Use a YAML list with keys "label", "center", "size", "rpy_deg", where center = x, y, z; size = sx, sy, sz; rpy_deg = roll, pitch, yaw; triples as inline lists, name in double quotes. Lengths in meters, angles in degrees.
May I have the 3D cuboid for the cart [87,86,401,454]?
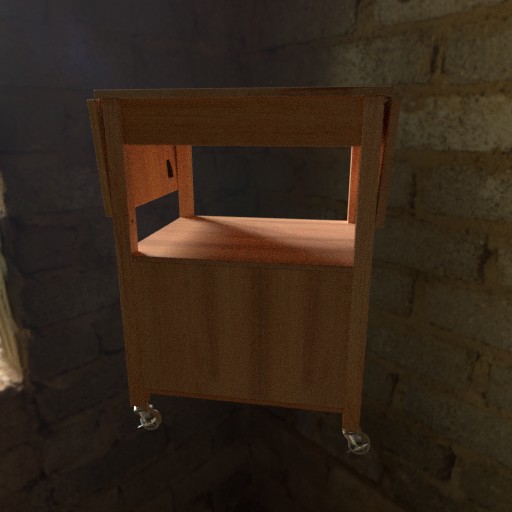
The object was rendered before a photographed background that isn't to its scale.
- label: "cart"
  center: [0.000, 0.000, 1.231]
  size: [0.640, 0.838, 0.508]
  rpy_deg: [3, 17, 9]
